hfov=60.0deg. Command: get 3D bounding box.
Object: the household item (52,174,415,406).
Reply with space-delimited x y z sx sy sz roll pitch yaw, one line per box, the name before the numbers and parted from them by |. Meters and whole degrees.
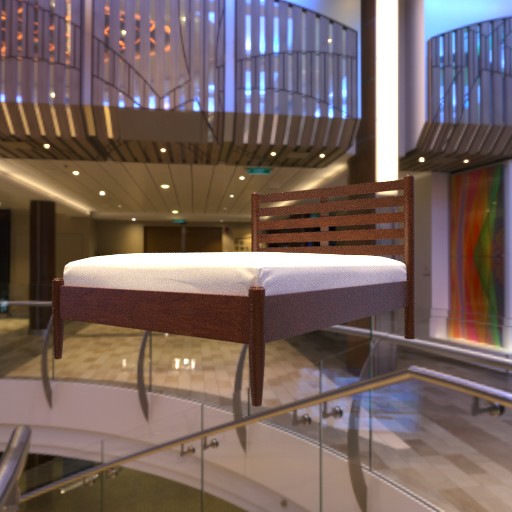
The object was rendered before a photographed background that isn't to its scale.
household item | 0.000 0.000 3.269 1.663 1.356 2.232 -1 -1 36
